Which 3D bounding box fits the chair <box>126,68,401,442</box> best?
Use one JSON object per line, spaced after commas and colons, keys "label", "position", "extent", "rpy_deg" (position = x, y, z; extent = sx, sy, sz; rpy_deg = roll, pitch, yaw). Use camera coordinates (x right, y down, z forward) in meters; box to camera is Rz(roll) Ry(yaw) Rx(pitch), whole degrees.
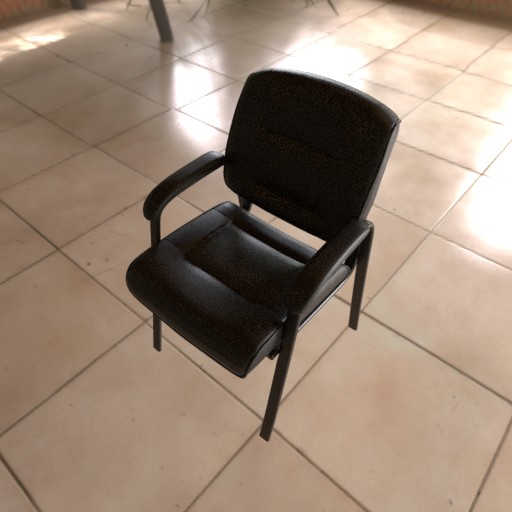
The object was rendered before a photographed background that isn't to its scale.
{"label": "chair", "position": [0.000, 0.000, 1.357], "extent": [0.591, 0.910, 0.668], "rpy_deg": [31, 53, 27]}
